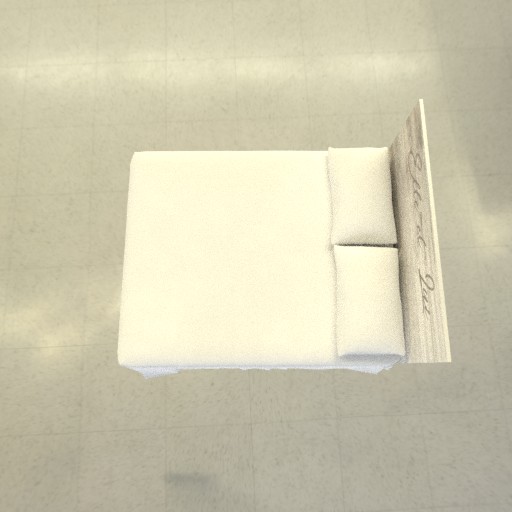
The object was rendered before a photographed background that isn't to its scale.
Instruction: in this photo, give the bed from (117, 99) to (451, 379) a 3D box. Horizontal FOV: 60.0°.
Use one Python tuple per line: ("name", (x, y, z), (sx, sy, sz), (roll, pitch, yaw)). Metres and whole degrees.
("bed", (0.000, 0.000, 3.214), (2.094, 1.335, 1.745), (0, 76, 0))
